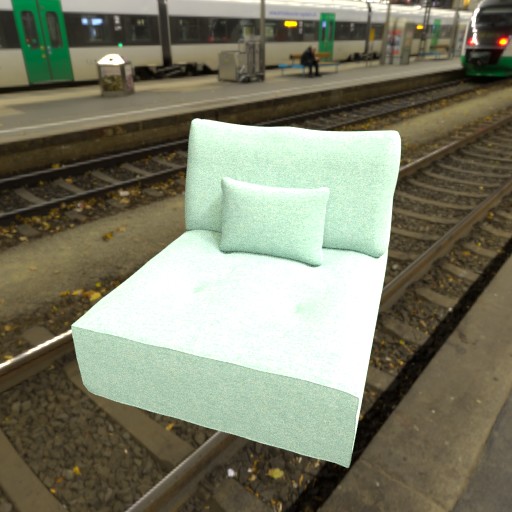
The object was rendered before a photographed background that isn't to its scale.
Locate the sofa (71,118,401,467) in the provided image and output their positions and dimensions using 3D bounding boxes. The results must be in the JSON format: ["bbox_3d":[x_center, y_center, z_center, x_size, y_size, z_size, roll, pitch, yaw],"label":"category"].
[{"bbox_3d":[0.000,0.000,1.674,0.930,0.820,1.000,9,28,17],"label":"sofa"}]
